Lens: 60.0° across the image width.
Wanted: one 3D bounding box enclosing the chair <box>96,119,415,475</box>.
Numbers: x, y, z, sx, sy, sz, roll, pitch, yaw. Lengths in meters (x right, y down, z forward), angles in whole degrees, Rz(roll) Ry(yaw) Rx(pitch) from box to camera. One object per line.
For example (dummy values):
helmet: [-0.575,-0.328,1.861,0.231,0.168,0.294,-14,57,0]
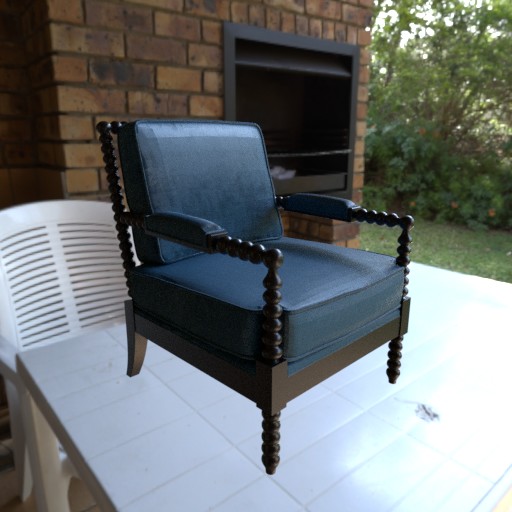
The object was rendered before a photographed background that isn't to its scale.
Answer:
chair: [0.000,0.000,1.431,0.688,0.857,0.805,-14,20,-43]
